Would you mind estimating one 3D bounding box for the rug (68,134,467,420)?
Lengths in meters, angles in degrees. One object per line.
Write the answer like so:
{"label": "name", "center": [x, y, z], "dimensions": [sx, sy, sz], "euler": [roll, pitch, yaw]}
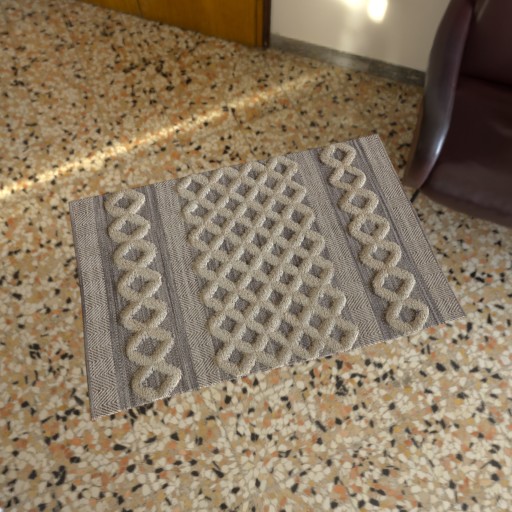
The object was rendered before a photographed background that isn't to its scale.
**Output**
{"label": "rug", "center": [0.000, 0.000, 2.933], "dimensions": [2.333, 0.033, 1.513], "euler": [-14, 66, -6]}
